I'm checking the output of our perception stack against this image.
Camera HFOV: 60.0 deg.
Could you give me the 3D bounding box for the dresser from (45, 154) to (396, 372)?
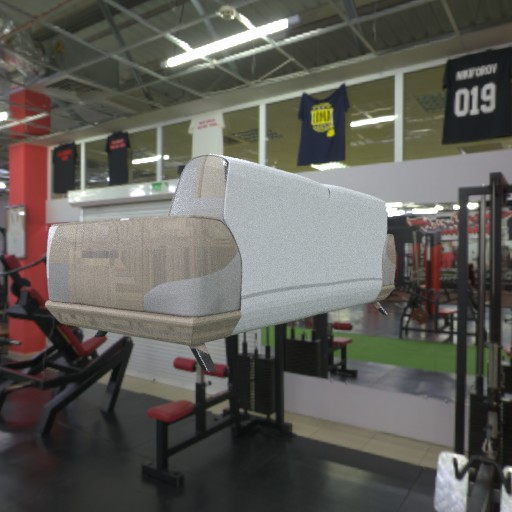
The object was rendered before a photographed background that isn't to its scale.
[{"bbox_3d":[0.000,0.000,5.924,2.251,1.863,4.679,0,0,36],"label":"dresser"}]
